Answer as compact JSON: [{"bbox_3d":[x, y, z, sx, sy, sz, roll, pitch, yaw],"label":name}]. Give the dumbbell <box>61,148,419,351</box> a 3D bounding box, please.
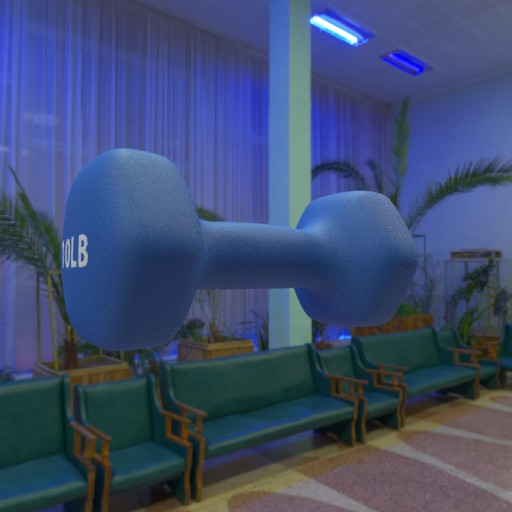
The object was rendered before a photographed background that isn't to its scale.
[{"bbox_3d":[0.000,0.000,0.267,0.212,0.093,0.103,2,-3,-36],"label":"dumbbell"}]
